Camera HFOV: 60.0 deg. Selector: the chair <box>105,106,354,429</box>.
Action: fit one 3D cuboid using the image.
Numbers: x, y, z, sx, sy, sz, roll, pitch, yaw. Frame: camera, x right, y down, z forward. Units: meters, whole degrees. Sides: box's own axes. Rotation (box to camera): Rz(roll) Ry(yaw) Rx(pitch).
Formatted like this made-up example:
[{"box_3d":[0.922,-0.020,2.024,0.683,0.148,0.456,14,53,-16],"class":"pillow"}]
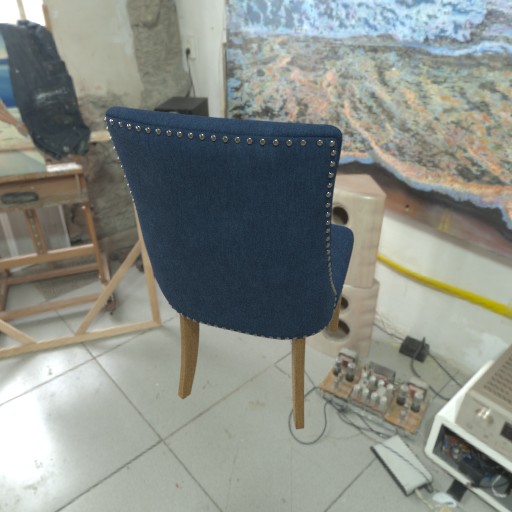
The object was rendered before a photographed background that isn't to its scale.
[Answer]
[{"box_3d":[0.000,0.000,1.254,0.495,0.902,0.610,10,33,16],"class":"chair"}]
